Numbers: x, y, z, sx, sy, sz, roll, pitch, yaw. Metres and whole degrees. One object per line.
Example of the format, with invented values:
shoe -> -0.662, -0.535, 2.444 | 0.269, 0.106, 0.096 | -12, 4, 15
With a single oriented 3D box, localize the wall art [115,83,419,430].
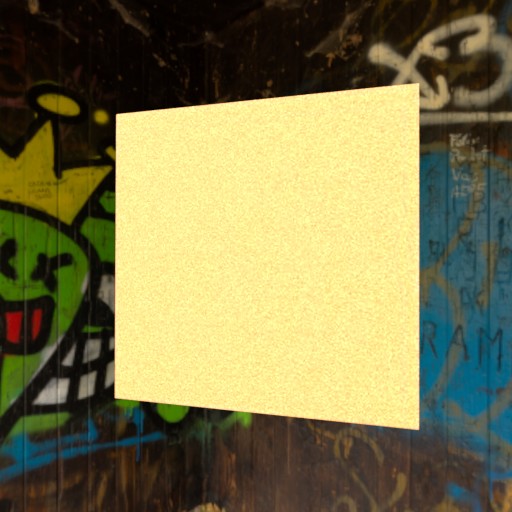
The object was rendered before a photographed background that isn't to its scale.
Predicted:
wall art -> 0.000, 0.000, 0.589 | 0.406, 0.403, 0.039 | 0, 0, 16
